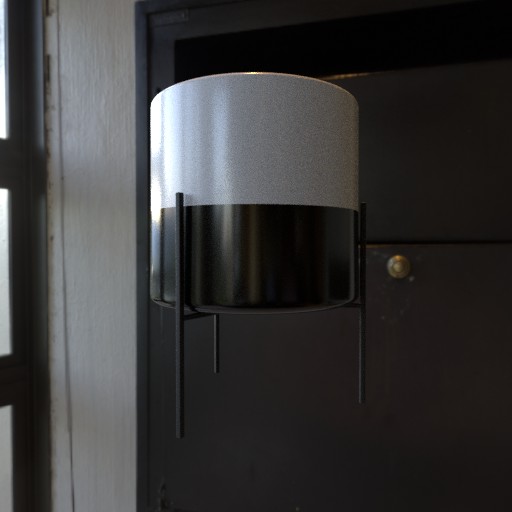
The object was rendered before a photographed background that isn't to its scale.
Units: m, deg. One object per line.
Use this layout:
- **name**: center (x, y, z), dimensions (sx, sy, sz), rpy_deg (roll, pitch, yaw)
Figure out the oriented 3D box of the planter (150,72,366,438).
- **planter**: center (0.000, 0.000, 0.658), dimensions (0.310, 0.432, 0.310), rpy_deg (0, 1, 19)
